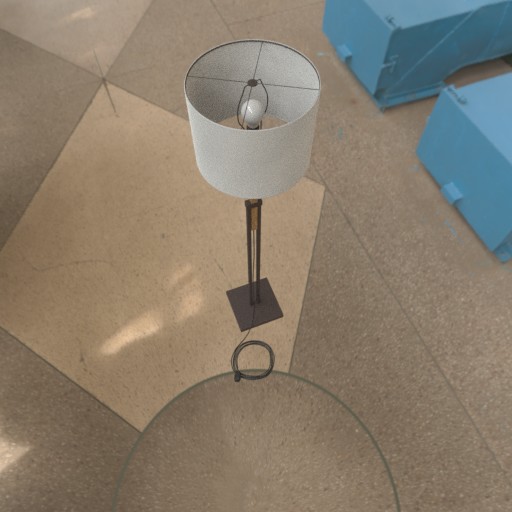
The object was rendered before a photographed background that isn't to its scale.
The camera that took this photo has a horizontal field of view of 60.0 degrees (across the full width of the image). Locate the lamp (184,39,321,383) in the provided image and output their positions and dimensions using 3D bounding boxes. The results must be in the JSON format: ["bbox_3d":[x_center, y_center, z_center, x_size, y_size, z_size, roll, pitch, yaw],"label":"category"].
[{"bbox_3d":[0.000,0.000,1.969,0.474,1.650,0.639,-18,62,-10],"label":"lamp"}]
